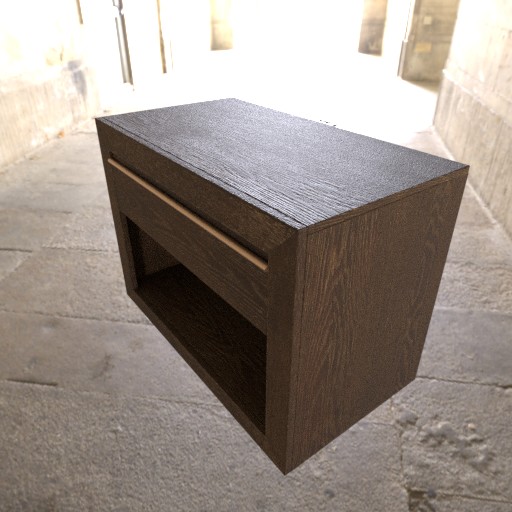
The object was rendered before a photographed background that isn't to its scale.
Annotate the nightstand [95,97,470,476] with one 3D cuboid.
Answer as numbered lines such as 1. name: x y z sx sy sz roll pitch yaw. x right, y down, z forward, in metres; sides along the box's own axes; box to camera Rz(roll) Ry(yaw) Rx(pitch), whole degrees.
1. nightstand: 0.000 0.000 1.136 0.457 0.612 0.775 -21 37 -31
